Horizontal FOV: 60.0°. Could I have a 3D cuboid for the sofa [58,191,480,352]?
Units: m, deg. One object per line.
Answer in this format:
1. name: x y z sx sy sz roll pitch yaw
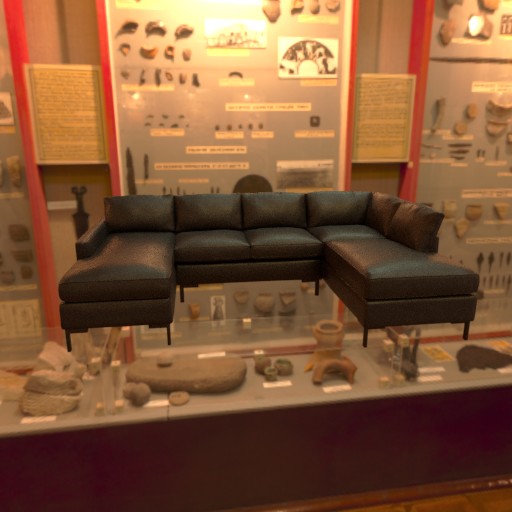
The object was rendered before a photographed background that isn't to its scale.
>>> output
1. sofa: 0.000 0.000 3.853 2.956 0.900 1.939 -2 16 -8
